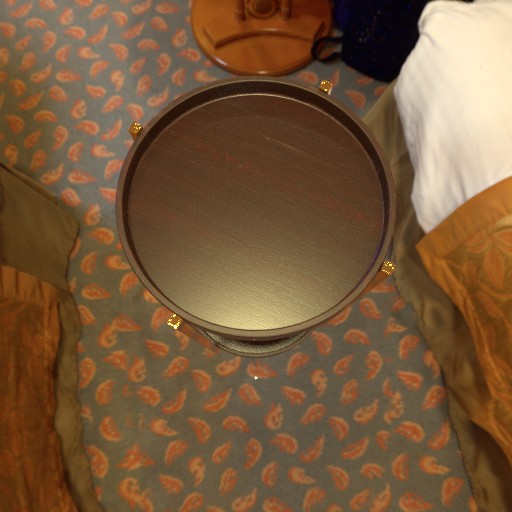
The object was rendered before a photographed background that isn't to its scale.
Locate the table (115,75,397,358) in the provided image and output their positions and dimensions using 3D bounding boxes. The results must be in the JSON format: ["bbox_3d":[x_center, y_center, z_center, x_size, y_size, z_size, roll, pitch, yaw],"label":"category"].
[{"bbox_3d":[0.000,0.000,0.874,0.400,0.610,0.400,30,77,8],"label":"table"}]
